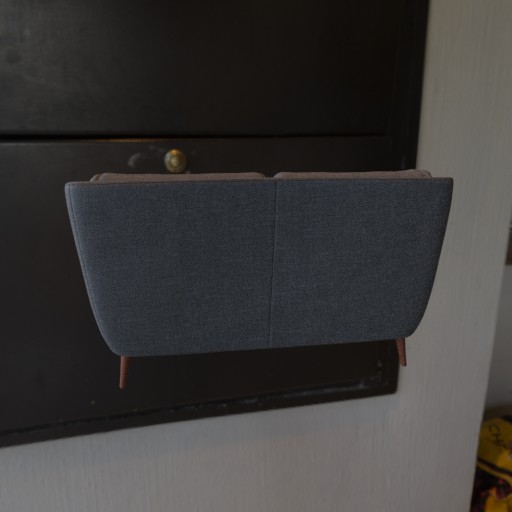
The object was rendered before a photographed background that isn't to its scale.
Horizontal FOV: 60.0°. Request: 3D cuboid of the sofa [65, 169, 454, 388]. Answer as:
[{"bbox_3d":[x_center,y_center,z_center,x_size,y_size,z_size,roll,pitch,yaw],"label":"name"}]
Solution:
[{"bbox_3d":[0.000,0.000,2.242,1.646,0.887,0.976,-2,15,-8],"label":"sofa"}]
